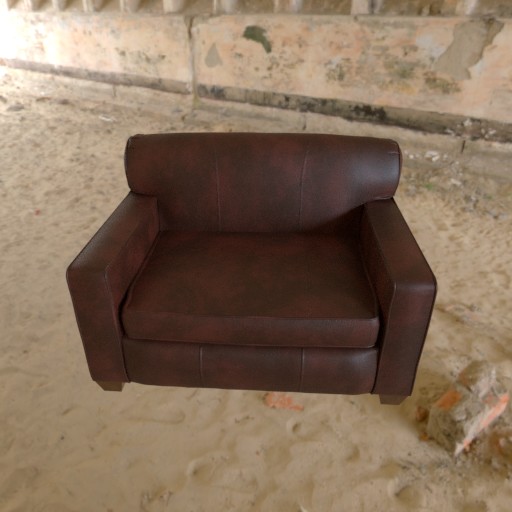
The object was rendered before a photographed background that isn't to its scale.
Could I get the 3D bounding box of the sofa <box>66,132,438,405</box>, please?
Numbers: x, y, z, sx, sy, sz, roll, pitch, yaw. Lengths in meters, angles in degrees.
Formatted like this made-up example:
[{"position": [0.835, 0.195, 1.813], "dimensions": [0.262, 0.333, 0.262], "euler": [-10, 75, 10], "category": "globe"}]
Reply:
[{"position": [0.000, 0.000, 2.082], "dimensions": [1.413, 0.956, 1.000], "euler": [2, 30, 3], "category": "sofa"}]
